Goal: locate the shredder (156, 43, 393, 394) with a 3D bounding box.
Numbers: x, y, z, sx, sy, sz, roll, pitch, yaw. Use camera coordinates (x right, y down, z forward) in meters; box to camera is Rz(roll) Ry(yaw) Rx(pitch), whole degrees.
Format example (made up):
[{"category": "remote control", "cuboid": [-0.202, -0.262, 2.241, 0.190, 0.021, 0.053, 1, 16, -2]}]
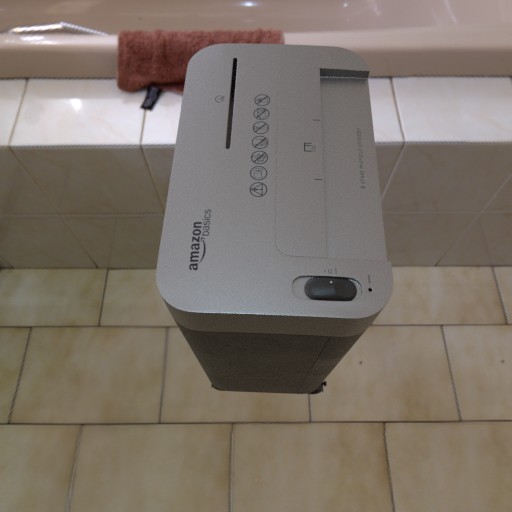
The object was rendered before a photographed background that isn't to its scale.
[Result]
[{"category": "shredder", "cuboid": [0.000, 0.000, 0.599, 0.237, 0.419, 0.311, 2, 63, 1]}]
